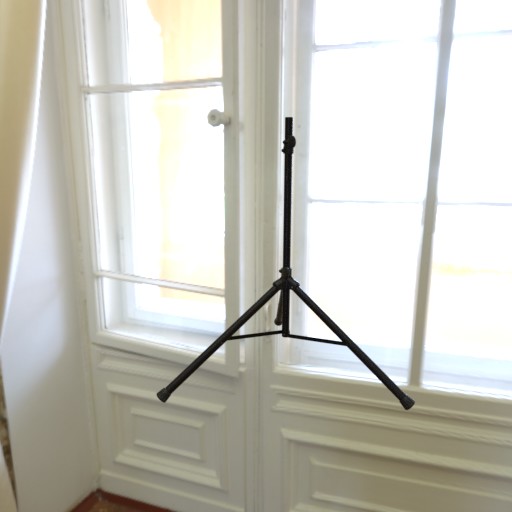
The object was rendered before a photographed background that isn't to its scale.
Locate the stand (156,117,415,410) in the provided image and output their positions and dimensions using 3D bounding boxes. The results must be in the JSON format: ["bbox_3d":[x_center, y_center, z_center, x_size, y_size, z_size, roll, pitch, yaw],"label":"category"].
[{"bbox_3d":[0.000,0.000,1.880,0.907,1.136,1.045,-7,15,-26],"label":"stand"}]
